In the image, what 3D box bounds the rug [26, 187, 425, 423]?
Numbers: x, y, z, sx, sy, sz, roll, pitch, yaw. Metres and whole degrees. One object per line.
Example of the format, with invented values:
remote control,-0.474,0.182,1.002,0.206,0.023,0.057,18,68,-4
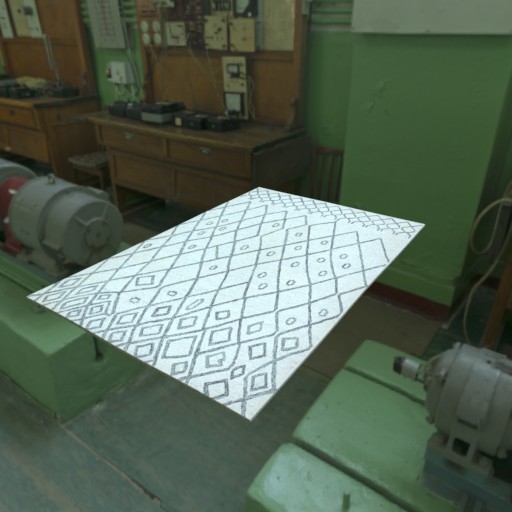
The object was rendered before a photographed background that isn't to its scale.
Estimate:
rug,0.000,0.000,2.321,1.222,0.015,1.828,18,32,30
